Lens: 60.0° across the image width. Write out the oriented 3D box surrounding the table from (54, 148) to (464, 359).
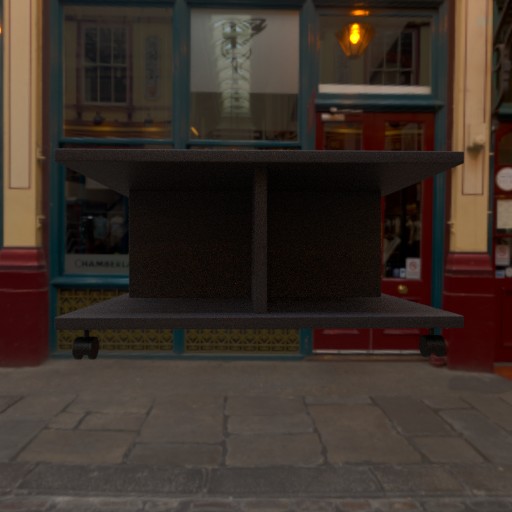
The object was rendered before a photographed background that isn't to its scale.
[{"bbox_3d":[0.000,0.000,1.203,0.762,0.396,0.762,0,0,-2],"label":"table"}]
